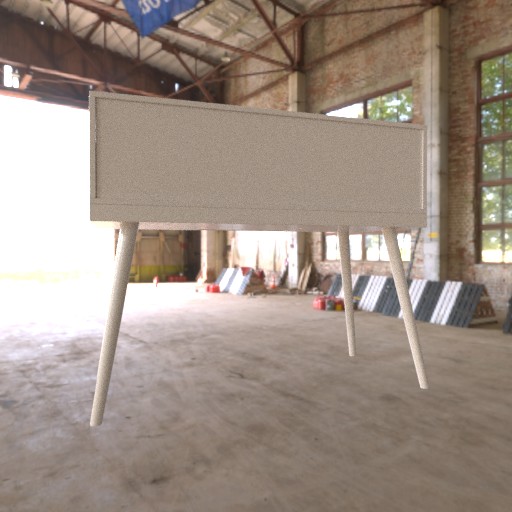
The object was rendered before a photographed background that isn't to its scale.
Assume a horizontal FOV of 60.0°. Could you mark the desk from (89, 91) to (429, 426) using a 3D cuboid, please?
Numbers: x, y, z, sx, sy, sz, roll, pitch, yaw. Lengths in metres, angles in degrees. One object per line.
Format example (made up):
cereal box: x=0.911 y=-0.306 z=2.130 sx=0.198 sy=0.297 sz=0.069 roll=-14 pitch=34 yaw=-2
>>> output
desk: x=0.000 y=0.000 z=1.739 sx=1.199 sy=0.990 sz=0.559 roll=0 pitch=1 yaw=-18
